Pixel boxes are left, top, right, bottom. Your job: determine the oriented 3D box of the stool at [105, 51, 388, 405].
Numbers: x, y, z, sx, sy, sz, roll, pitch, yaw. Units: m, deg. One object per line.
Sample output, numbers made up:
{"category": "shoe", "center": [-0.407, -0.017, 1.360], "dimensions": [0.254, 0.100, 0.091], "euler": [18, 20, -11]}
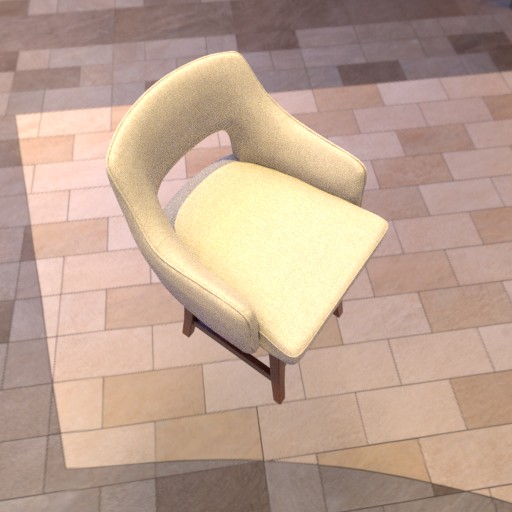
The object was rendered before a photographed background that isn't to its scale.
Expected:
{"category": "stool", "center": [0.000, 0.000, 1.276], "dimensions": [0.560, 0.936, 0.550], "euler": [32, 65, 17]}
